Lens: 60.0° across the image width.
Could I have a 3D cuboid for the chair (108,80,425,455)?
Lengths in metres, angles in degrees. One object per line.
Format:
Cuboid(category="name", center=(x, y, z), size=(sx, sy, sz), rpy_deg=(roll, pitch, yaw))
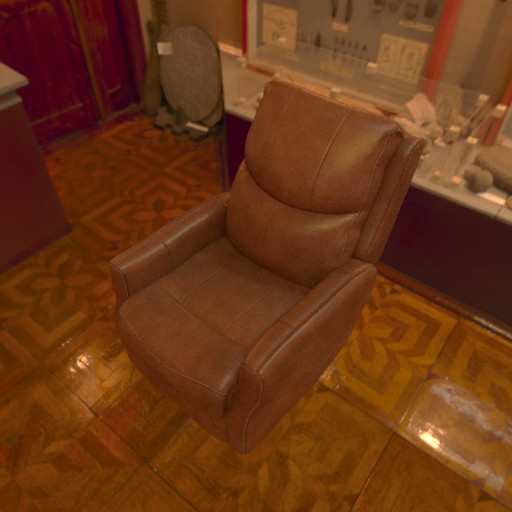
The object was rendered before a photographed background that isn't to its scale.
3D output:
Cuboid(category="chair", center=(0.000, 0.000, 1.740), size=(0.821, 1.016, 1.072), rpy_deg=(31, 53, 27))
